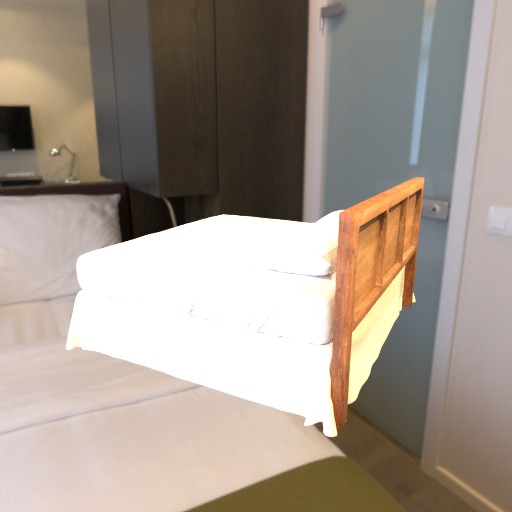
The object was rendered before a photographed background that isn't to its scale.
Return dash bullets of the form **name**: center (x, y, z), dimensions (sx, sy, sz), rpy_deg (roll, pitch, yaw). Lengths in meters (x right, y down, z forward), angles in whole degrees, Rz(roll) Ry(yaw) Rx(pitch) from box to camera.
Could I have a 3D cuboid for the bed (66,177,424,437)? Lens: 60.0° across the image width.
- **bed**: center (0.000, 0.000, 3.518), dimensions (2.165, 1.158, 2.255), rpy_deg (8, 17, 28)
